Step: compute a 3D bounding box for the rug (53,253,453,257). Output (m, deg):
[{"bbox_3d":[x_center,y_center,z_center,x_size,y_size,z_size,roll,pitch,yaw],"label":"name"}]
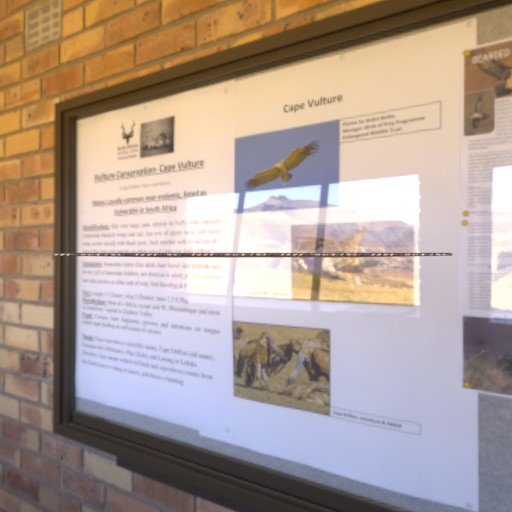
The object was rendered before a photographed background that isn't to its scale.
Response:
[{"bbox_3d":[0.000,0.000,3.978,2.305,0.017,2.902,0,0,1],"label":"rug"}]
